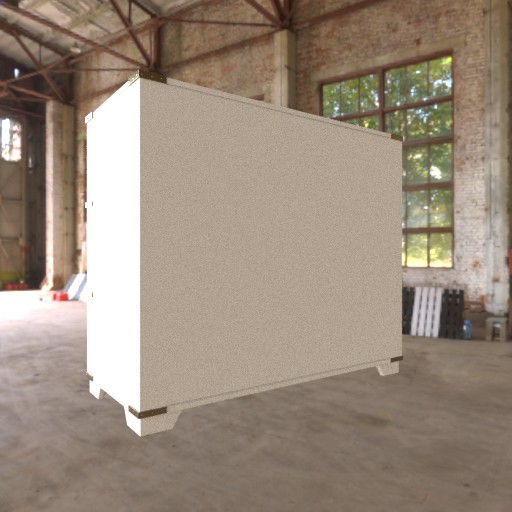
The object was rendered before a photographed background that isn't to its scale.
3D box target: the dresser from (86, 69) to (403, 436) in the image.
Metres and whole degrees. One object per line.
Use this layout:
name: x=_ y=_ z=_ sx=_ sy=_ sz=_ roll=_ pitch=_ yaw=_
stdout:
dresser: x=0.000 y=0.000 z=1.540 sx=1.022 sy=0.891 sz=0.460 roll=0 pitch=0 yaw=-36
